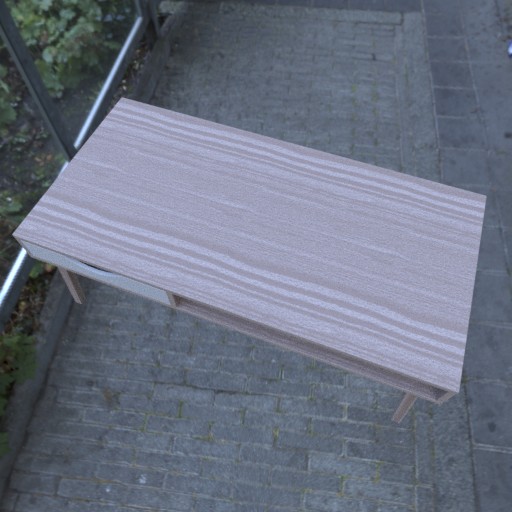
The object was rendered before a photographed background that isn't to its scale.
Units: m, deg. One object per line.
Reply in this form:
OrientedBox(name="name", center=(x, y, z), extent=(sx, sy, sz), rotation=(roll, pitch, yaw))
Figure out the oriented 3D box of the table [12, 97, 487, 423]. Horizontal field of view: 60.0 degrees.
OrientedBox(name="table", center=(0.000, 0.000, 1.438), extent=(1.200, 0.450, 0.600), rotation=(18, 61, 11))
